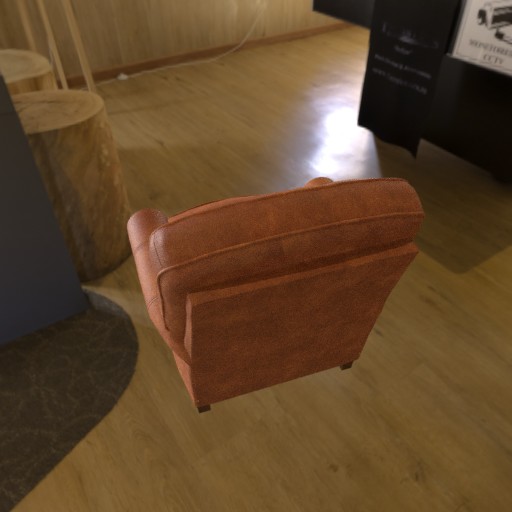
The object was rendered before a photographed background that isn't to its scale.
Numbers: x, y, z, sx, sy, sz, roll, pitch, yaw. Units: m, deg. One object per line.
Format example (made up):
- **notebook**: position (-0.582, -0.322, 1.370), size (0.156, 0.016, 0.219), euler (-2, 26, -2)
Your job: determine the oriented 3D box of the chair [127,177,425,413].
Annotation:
- **chair**: position (0.000, 0.000, 1.779), size (0.936, 1.018, 0.986), euler (-13, 43, -14)
